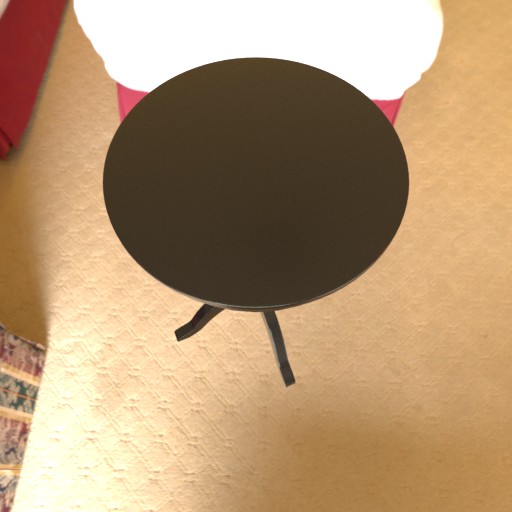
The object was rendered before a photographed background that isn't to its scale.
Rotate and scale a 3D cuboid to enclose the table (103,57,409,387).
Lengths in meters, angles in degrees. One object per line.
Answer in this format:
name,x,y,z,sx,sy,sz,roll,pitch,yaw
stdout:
table,0.000,0.000,0.993,0.481,0.665,0.481,0,64,0
